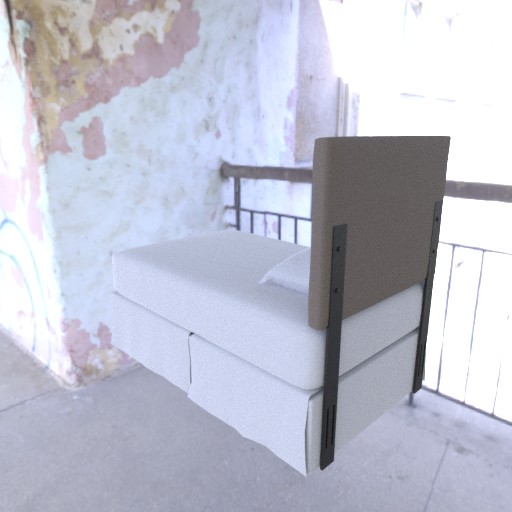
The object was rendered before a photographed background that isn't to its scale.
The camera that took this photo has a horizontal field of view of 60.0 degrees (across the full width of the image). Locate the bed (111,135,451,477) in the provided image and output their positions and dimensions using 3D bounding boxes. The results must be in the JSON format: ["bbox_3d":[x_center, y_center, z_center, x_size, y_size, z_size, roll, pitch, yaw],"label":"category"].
[{"bbox_3d":[0.000,0.000,2.968,1.261,1.571,1.997,-15,22,-42],"label":"bed"}]
